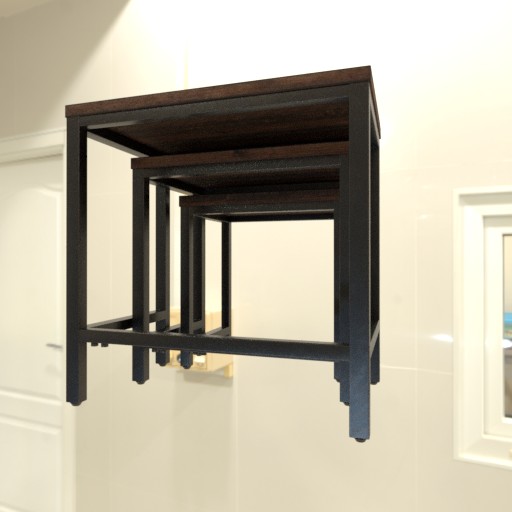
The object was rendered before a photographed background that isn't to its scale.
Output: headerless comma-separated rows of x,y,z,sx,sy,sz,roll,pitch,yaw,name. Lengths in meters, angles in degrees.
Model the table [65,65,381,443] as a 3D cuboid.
0.000,0.000,1.124,0.608,0.616,0.660,0,0,18,table
